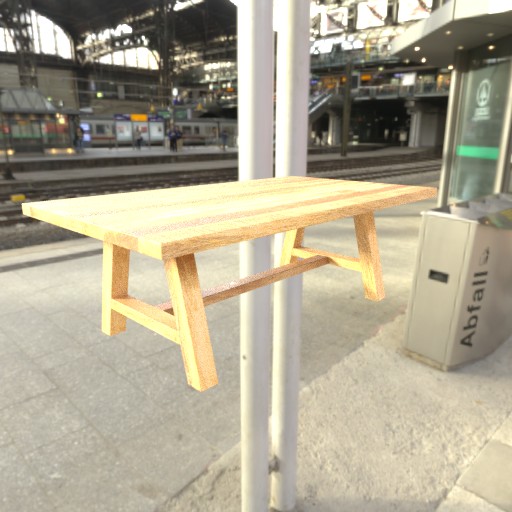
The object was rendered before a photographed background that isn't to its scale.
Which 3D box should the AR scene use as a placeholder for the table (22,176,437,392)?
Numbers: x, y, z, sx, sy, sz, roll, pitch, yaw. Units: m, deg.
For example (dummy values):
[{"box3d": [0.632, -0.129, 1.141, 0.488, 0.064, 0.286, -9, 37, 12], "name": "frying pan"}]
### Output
[{"box3d": [0.000, 0.000, 1.646, 0.760, 0.455, 1.320, 14, 21, 42], "name": "table"}]
